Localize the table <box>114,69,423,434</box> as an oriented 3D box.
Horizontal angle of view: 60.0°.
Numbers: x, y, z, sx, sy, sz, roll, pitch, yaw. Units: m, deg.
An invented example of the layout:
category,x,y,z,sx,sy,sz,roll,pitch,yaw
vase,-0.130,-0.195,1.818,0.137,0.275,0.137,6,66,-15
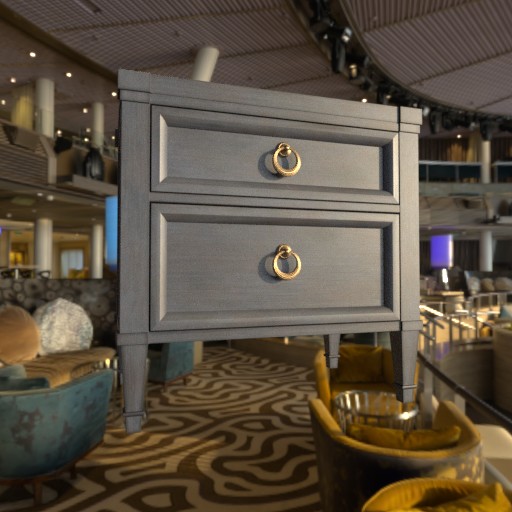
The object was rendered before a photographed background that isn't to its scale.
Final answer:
category,x,y,z,sx,sy,sz,roll,pitch,yaw
table,0.000,0.000,1.086,0.660,0.660,0.413,1,-2,-18
